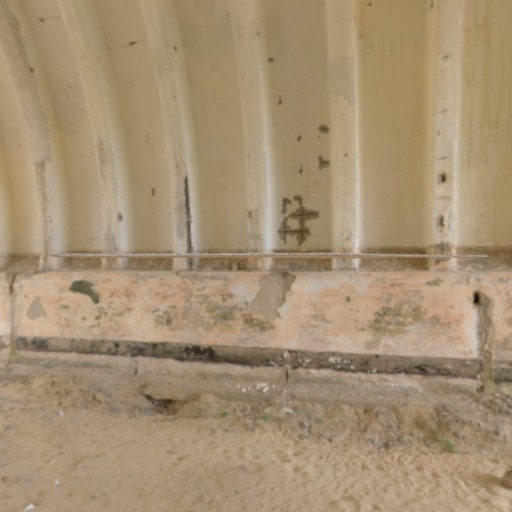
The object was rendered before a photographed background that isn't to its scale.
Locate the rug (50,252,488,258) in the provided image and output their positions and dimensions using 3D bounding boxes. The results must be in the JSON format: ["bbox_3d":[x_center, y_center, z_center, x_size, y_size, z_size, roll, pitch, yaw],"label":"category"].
[{"bbox_3d":[0.000,0.000,2.977,2.346,0.029,1.574,0,-1,-18],"label":"rug"}]
